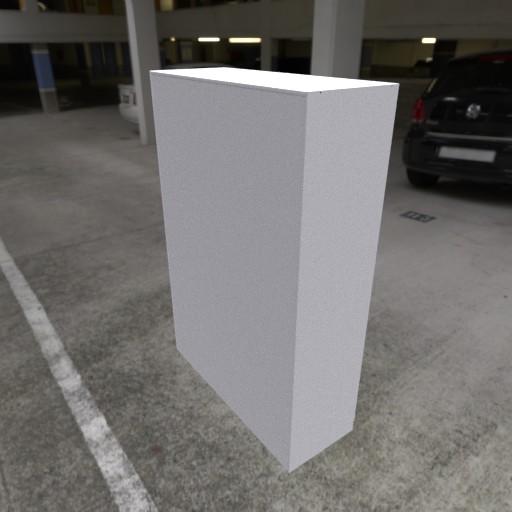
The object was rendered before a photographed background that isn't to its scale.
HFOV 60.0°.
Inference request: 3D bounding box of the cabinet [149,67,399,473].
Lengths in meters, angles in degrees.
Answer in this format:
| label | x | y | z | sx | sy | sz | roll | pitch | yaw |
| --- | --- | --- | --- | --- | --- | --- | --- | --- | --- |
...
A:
| label | x | y | z | sx | sy | sz | roll | pitch | yaw |
| --- | --- | --- | --- | --- | --- | --- | --- | --- | --- |
| cabinet | 0.000 | 0.000 | 2.533 | 0.510 | 1.910 | 1.290 | -18 | 32 | -32 |
